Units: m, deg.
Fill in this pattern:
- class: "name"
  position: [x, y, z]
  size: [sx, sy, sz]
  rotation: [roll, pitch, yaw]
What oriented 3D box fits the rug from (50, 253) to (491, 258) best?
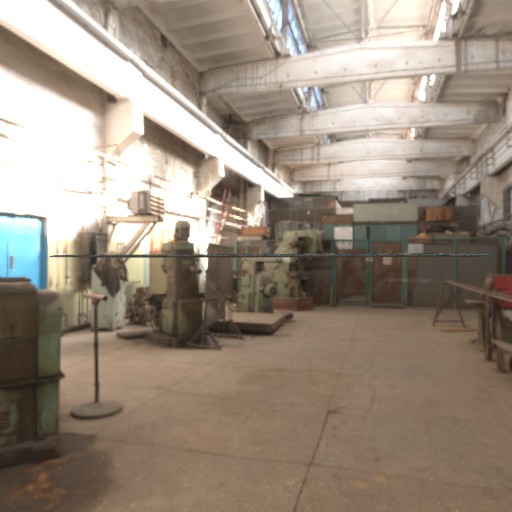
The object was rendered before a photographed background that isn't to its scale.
- class: "rug"
  position: [0.000, 0.000, 2.537]
  size: [2.292, 0.014, 0.685]
  rotation: [0, -1, 18]
